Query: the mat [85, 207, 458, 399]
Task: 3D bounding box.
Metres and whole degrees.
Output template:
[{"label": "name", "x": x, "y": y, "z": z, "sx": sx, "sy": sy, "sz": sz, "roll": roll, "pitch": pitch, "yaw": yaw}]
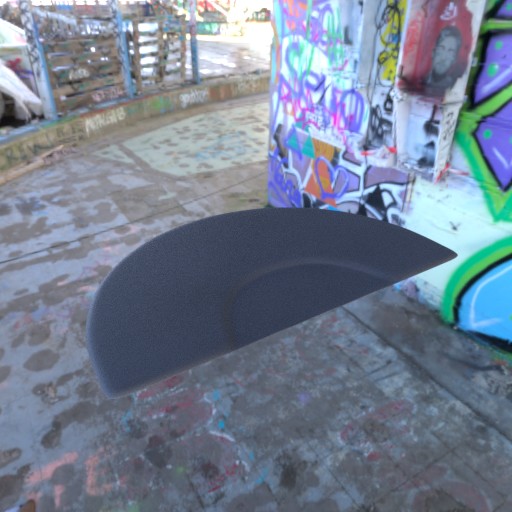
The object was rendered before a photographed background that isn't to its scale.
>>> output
[{"label": "mat", "x": 0.000, "y": 0.000, "z": 1.896, "sx": 1.525, "sy": 0.016, "sz": 0.917, "roll": -18, "pitch": 35, "yaw": -27}]
